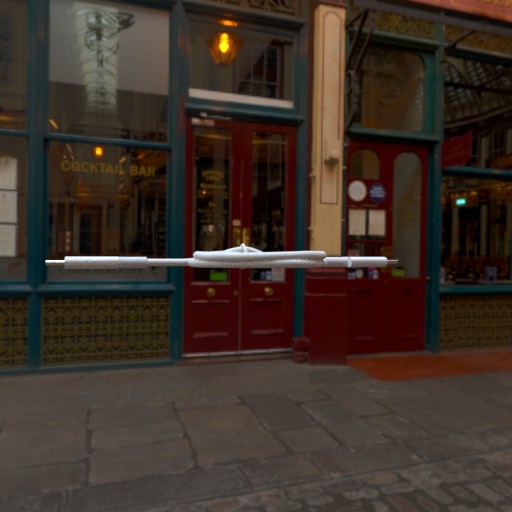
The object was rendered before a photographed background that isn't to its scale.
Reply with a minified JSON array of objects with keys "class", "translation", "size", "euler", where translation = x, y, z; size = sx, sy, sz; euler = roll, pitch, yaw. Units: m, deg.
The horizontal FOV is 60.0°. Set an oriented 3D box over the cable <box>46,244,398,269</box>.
[{"class":"cable","translation":[0.000,0.000,0.228],"size":[0.203,0.014,0.070],"euler":[0,0,-18]}]
